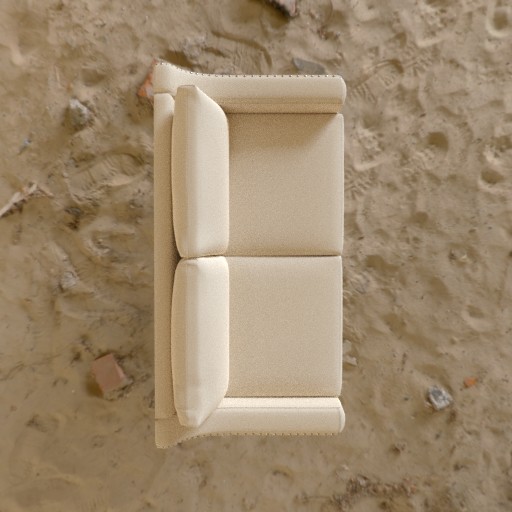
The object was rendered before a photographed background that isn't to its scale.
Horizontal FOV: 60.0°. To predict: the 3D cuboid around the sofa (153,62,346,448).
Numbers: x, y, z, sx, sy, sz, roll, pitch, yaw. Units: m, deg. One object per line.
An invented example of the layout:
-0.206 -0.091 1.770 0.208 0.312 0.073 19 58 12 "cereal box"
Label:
0.000 0.000 2.345 0.949 0.830 1.812 0 91 0 "sofa"
